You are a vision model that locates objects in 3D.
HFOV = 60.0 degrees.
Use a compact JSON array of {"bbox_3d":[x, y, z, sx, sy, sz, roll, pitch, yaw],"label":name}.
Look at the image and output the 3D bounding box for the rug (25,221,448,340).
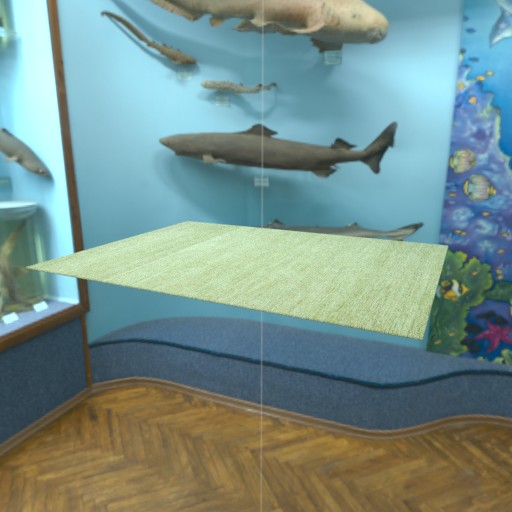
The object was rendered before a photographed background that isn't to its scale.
[{"bbox_3d":[0.000,0.000,4.155,3.198,0.016,2.425,7,16,25],"label":"rug"}]
